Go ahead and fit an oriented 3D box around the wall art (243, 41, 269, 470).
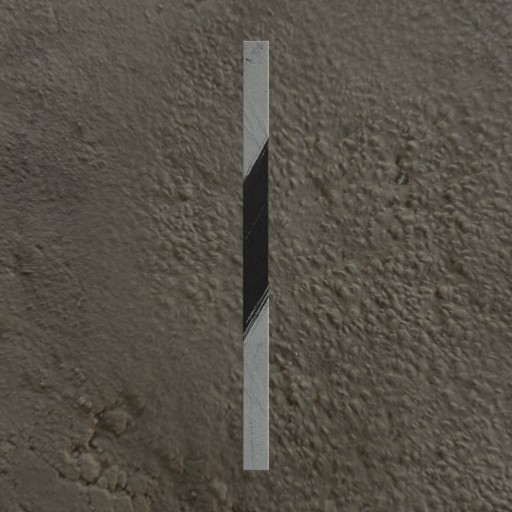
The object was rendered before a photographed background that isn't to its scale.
[{"bbox_3d":[0.000,0.000,1.171,0.046,0.765,0.765,0,90,0],"label":"wall art"}]
